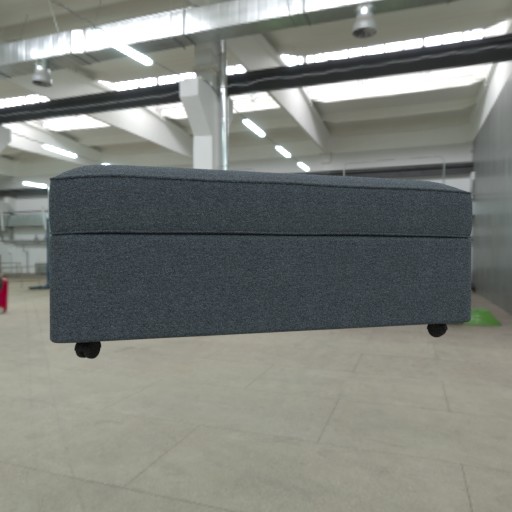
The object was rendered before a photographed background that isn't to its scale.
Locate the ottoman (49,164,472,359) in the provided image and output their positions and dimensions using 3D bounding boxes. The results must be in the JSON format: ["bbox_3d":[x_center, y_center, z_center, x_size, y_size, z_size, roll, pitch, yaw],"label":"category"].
[{"bbox_3d":[0.000,0.000,1.475,1.173,0.494,0.681,0,1,-16],"label":"ottoman"}]
